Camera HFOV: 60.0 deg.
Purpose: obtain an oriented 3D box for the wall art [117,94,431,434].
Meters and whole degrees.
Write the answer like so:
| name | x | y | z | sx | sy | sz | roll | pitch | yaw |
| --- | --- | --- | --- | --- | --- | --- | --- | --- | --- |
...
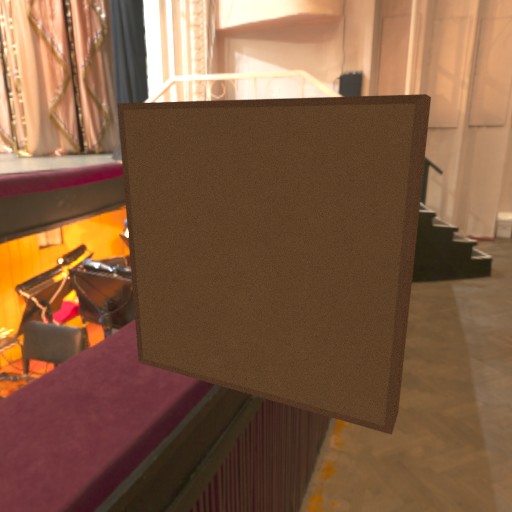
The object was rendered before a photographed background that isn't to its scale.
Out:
| name | x | y | z | sx | sy | sz | roll | pitch | yaw |
| --- | --- | --- | --- | --- | --- | --- | --- | --- | --- |
| wall art | 0.000 | 0.000 | 0.458 | 0.304 | 0.303 | 0.038 | 8 | 18 | 25 |
